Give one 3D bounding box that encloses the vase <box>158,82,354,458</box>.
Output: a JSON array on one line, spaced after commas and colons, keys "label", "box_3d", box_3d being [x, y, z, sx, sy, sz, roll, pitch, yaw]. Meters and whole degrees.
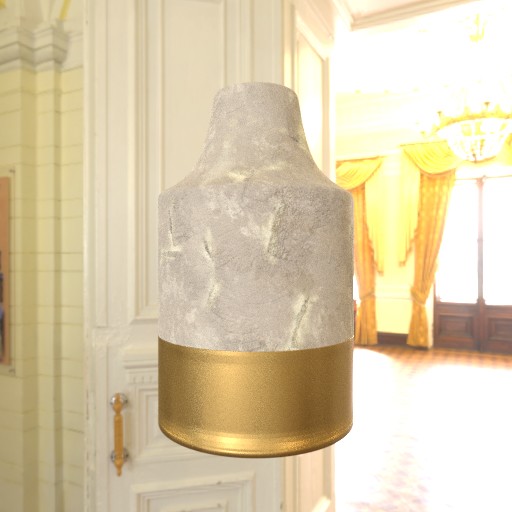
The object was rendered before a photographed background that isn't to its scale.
[{"label": "vase", "box_3d": [0.000, 0.000, 0.426, 0.184, 0.305, 0.184, 0, 0, 0]}]
